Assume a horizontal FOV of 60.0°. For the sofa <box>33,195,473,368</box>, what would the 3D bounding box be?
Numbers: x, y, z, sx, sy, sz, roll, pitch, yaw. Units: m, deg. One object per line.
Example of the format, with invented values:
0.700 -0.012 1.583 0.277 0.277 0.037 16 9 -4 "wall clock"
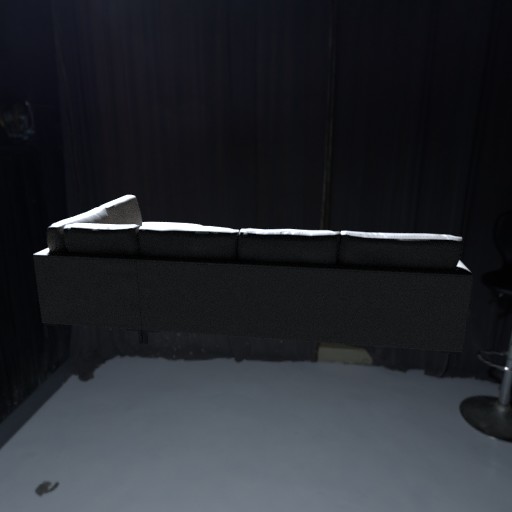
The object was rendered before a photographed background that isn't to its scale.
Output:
0.000 0.000 4.315 3.331 0.964 2.077 2 17 8 "sofa"
